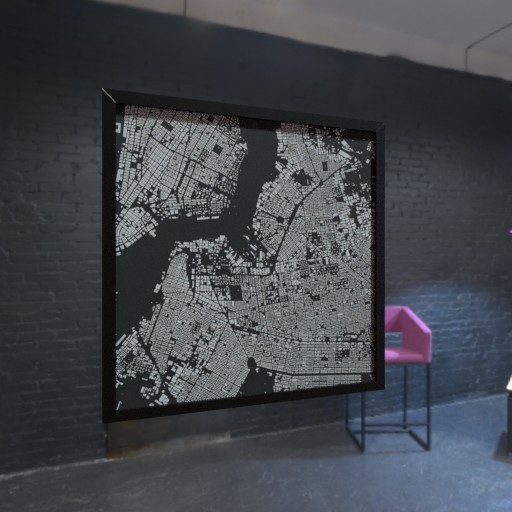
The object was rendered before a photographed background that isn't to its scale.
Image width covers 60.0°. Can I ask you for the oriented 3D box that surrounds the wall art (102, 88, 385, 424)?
[{"bbox_3d":[0.000,0.000,0.771,0.506,0.506,0.038,0,0,-20],"label":"wall art"}]
